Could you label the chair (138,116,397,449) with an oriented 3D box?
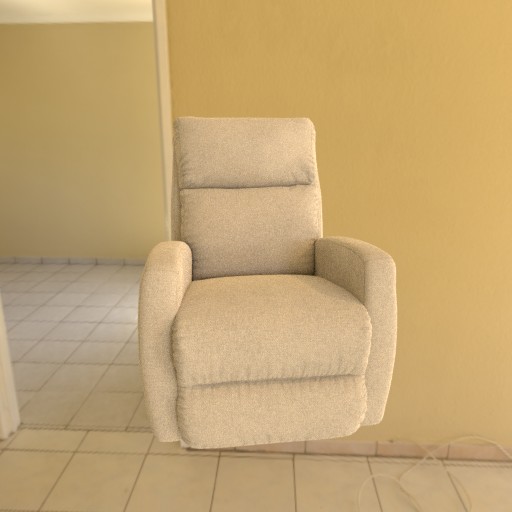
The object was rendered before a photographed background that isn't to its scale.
[{"bbox_3d":[0.000,0.000,1.670,0.794,1.021,0.940,-2,16,-7],"label":"chair"}]
